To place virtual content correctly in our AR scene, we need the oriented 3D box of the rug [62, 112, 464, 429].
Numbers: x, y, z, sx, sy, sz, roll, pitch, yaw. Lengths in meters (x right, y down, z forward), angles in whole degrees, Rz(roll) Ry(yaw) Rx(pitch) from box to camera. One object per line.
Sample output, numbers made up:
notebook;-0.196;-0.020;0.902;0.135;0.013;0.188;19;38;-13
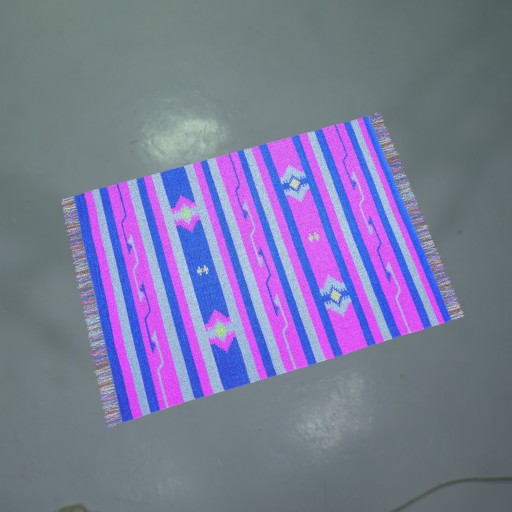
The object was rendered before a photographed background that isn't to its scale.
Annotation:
rug;0.000;0.000;2.922;2.350;0.013;1.539;-16;76;-4
